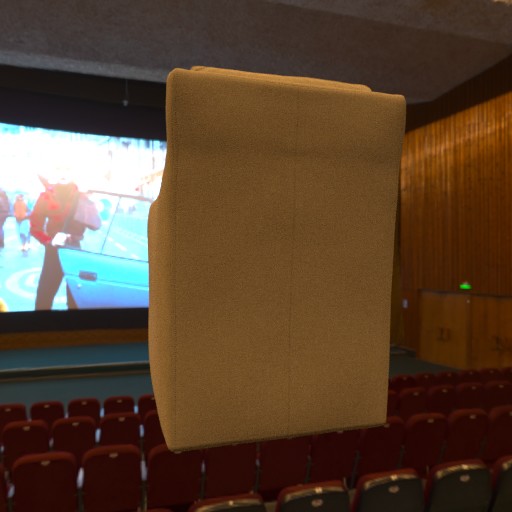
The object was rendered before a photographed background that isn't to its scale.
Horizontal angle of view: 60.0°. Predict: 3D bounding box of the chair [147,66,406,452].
[{"bbox_3d":[0.000,0.000,1.347,0.626,0.914,0.694,0,0,-17],"label":"chair"}]
